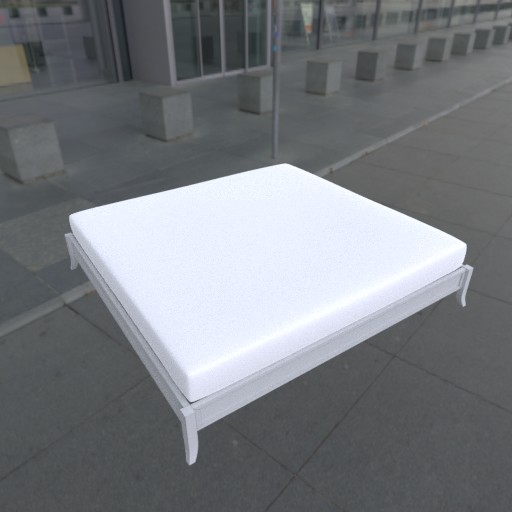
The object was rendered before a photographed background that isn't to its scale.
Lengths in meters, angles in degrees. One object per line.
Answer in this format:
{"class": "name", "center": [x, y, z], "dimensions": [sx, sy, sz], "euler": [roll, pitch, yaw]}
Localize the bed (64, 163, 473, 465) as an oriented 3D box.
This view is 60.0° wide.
{"class": "bed", "center": [0.000, 0.000, 3.102], "dimensions": [2.108, 0.510, 2.007], "euler": [-19, 36, -29]}
